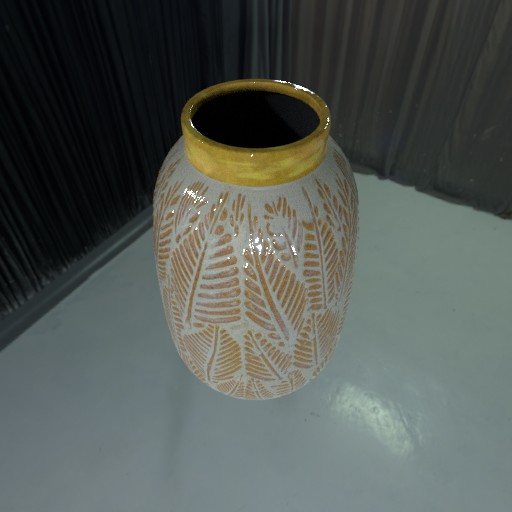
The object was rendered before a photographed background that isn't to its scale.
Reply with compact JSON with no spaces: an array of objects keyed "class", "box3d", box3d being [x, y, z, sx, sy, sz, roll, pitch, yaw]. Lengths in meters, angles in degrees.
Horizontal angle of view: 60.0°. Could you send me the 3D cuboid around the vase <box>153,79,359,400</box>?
[{"class":"vase","box3d":[0.000,0.000,0.383,0.172,0.270,0.172,0,46,0]}]
